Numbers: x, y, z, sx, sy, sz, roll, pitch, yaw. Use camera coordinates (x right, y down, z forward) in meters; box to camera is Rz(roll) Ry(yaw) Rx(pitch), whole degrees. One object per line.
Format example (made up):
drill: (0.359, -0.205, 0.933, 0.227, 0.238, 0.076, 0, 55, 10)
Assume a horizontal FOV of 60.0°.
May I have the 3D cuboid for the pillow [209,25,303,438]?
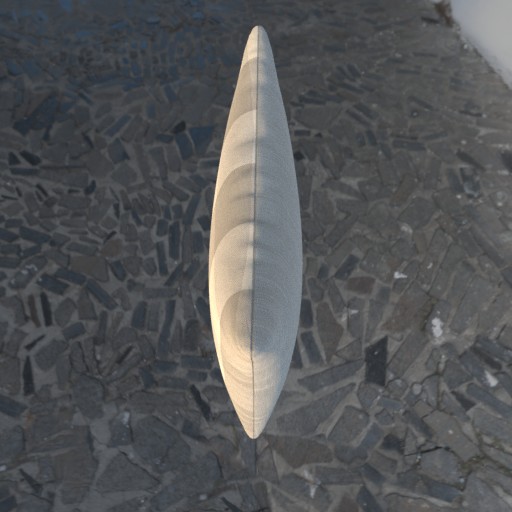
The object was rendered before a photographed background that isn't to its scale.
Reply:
pillow: (0.000, 0.000, 0.754, 0.161, 0.509, 0.511, 1, 59, 0)
